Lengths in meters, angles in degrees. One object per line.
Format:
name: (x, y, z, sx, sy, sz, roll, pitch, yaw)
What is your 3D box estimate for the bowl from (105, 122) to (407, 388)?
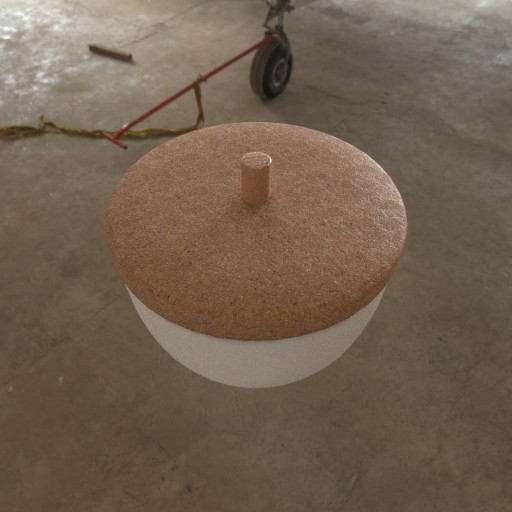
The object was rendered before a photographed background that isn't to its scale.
bowl: (0.000, 0.000, 0.214, 0.126, 0.110, 0.126, 0, 47, 0)
